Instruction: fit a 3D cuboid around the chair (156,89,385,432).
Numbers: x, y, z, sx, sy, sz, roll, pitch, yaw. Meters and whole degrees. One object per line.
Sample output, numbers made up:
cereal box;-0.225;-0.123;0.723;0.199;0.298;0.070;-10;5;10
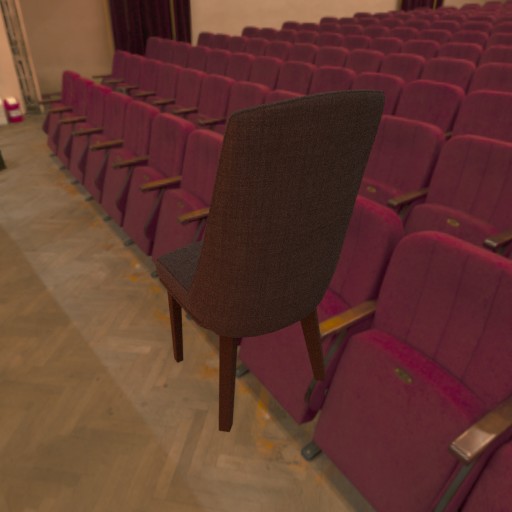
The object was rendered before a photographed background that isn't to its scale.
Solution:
chair;0.000;0.000;1.377;0.510;1.050;0.577;-18;35;-28
